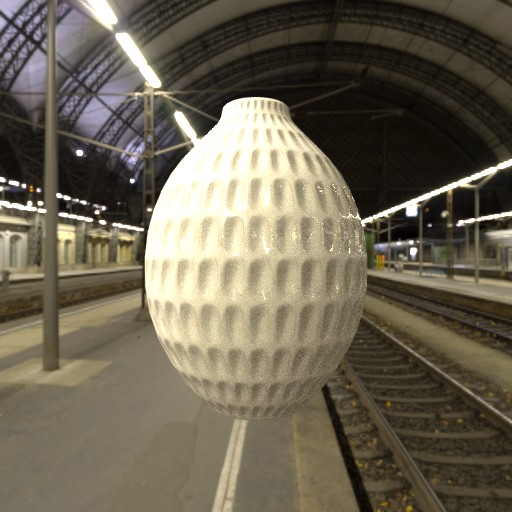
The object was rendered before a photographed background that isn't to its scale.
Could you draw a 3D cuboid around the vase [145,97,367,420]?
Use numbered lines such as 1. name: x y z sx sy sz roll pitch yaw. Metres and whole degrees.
1. vase: 0.000 0.000 0.333 0.162 0.223 0.162 0 0 0
